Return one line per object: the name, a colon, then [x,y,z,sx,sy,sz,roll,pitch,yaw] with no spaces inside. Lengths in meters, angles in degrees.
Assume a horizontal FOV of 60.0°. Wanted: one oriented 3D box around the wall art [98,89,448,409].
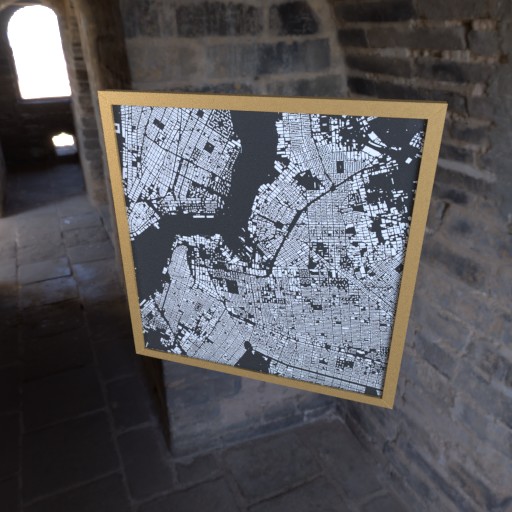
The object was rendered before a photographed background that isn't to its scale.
wall art: [0.000,0.000,2.815,1.926,1.926,0.099,8,27,16]
